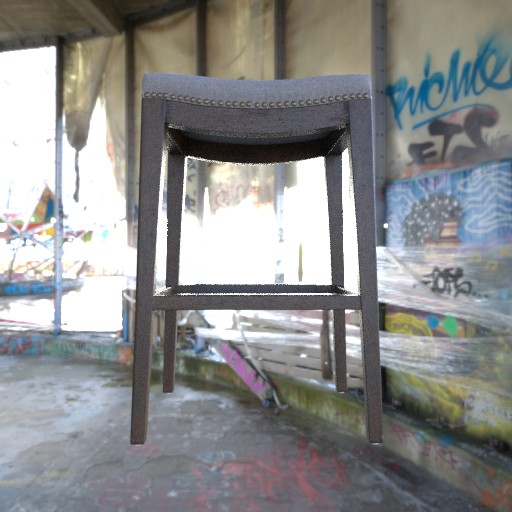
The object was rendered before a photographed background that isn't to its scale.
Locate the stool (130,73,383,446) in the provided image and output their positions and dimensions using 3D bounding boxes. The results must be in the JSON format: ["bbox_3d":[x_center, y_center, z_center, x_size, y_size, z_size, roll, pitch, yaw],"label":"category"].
[{"bbox_3d":[0.000,0.000,1.064,0.508,0.762,0.356,0,0,-1],"label":"stool"}]
